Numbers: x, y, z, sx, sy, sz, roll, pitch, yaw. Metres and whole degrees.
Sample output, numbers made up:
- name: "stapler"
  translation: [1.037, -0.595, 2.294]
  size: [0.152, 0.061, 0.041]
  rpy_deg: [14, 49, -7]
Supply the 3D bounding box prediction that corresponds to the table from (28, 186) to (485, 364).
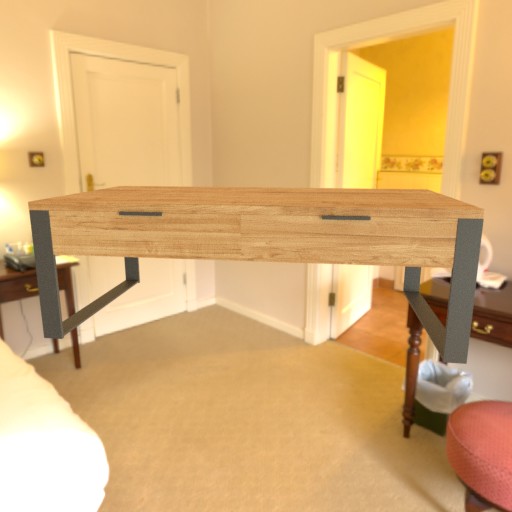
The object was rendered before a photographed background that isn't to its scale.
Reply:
- name: "table"
  translation: [0.000, 0.000, 1.454]
  size: [1.180, 0.400, 0.590]
  rpy_deg: [2, 13, 8]
